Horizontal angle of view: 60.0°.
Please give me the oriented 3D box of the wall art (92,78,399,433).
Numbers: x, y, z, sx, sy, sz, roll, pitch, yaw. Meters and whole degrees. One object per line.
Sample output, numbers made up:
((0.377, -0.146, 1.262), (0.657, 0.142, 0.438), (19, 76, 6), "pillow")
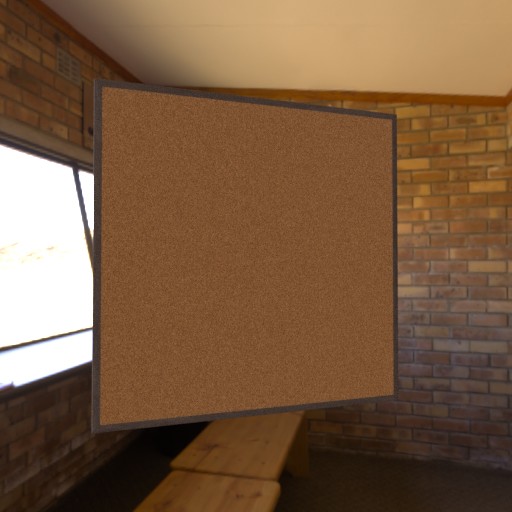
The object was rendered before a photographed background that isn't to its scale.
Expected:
((0.000, 0.000, 0.440), (0.303, 0.302, 0.038), (0, -1, -18), "wall art")
